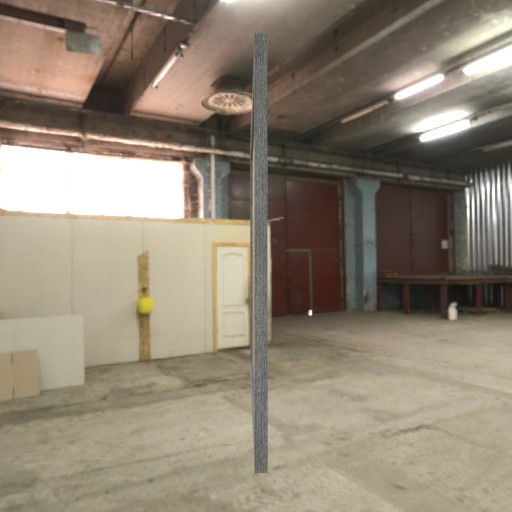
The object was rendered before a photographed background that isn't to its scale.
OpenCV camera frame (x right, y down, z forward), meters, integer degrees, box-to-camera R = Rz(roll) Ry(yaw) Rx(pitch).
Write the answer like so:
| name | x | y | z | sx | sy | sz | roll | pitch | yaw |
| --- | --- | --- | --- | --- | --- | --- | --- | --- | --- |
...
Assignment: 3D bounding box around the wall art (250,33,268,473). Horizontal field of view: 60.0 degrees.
| name | x | y | z | sx | sy | sz | roll | pitch | yaw |
| --- | --- | --- | --- | --- | --- | --- | --- | --- | --- |
| wall art | 0.000 | 0.000 | 1.031 | 0.020 | 0.685 | 0.685 | 0 | -2 | -1 |
